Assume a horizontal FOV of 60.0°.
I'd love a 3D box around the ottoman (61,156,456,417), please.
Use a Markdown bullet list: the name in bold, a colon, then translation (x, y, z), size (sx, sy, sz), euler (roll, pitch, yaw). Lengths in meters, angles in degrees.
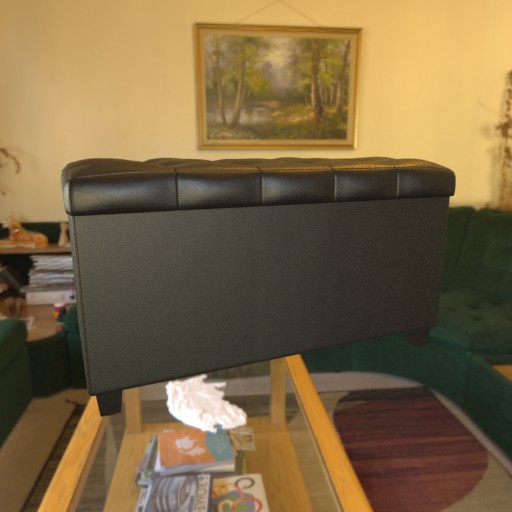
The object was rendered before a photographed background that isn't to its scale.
- **ottoman**: translation (0.000, 0.000, 1.080), size (0.838, 0.470, 0.432), euler (-6, 14, -23)
